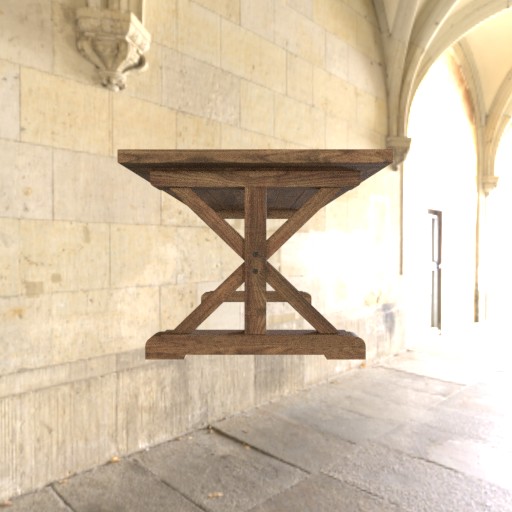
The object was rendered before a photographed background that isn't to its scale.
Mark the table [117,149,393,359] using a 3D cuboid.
[{"bbox_3d":[0.000,0.000,2.478,0.907,0.733,2.031,0,1,0],"label":"table"}]
